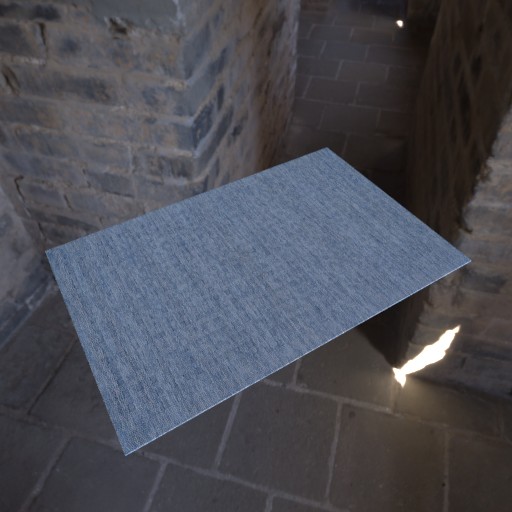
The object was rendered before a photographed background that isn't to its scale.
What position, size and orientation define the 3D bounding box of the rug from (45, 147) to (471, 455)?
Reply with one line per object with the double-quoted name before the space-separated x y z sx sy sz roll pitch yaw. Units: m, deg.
"rug" 0.000 0.000 2.175 1.752 0.006 1.142 -24 51 -21
